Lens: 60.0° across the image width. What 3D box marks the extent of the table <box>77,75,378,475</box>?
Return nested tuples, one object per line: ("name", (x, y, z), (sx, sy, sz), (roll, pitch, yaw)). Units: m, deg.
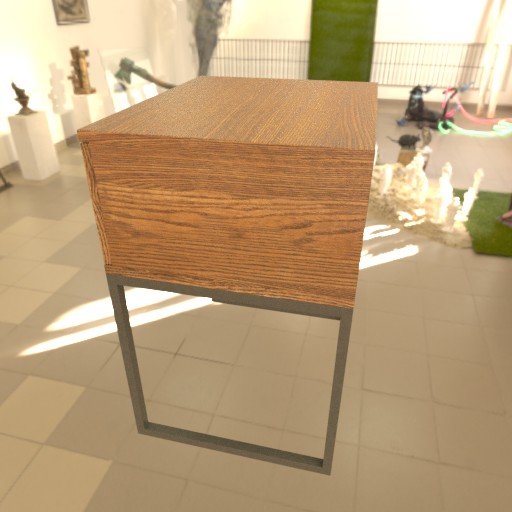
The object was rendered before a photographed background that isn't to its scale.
("table", (0.000, 0.000, 0.905), (0.400, 0.610, 0.482), (7, 31, 12))
